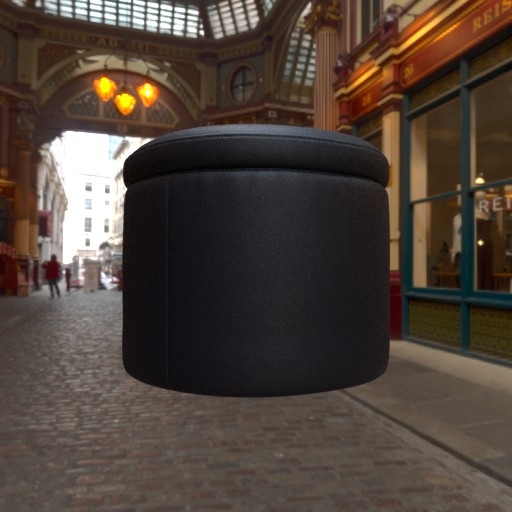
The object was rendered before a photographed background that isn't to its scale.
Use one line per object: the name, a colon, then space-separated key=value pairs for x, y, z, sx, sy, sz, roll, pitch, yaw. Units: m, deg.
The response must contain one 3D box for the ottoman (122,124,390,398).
ottoman: x=0.000 y=0.000 z=0.867 sx=0.501 sy=0.409 sz=0.501 roll=0 pitch=-1 yaw=0
